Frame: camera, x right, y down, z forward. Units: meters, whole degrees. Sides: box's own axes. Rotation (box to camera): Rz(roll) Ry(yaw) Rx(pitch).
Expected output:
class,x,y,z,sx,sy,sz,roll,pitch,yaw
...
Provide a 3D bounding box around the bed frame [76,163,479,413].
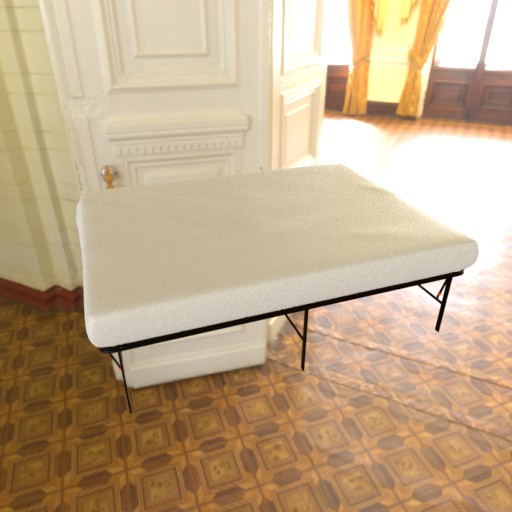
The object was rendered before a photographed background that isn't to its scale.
class,x,y,z,sx,sy,sz,roll,pitch,yaw
bed frame,0.000,0.000,2.919,2.151,0.667,1.584,-10,31,-17
